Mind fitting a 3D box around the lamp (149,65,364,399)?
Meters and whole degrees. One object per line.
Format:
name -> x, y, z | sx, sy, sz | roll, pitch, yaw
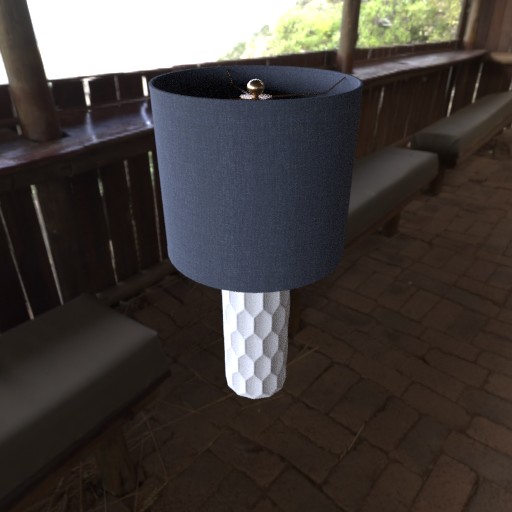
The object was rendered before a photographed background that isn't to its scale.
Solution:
lamp -> 0.000, 0.000, 0.717 | 0.277, 0.537, 0.277 | 10, 32, 16
